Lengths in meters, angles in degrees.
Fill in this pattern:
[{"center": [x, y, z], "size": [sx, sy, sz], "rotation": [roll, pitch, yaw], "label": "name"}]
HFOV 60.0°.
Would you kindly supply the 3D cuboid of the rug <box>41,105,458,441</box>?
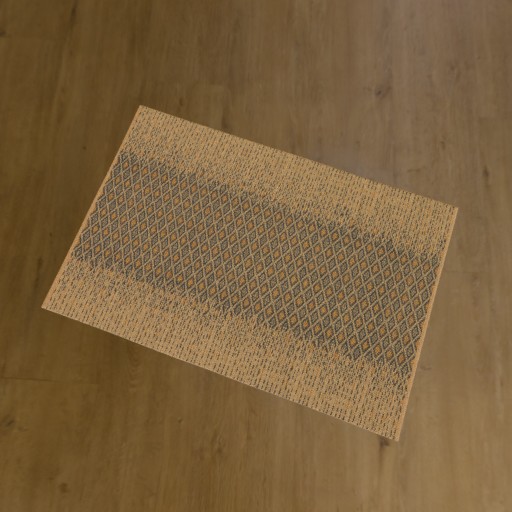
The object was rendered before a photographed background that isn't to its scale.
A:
[{"center": [0.000, 0.000, 2.268], "size": [1.828, 0.005, 1.219], "rotation": [19, 76, 5], "label": "rug"}]
